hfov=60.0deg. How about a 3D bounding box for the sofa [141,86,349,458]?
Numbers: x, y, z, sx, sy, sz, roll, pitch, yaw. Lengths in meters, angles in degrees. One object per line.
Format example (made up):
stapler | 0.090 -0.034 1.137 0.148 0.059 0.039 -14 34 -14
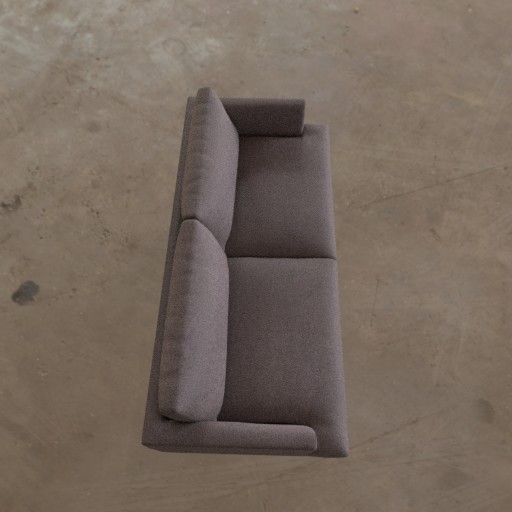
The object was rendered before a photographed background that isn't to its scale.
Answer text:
sofa | 0.000 0.000 2.748 1.020 0.868 2.250 1 63 1
